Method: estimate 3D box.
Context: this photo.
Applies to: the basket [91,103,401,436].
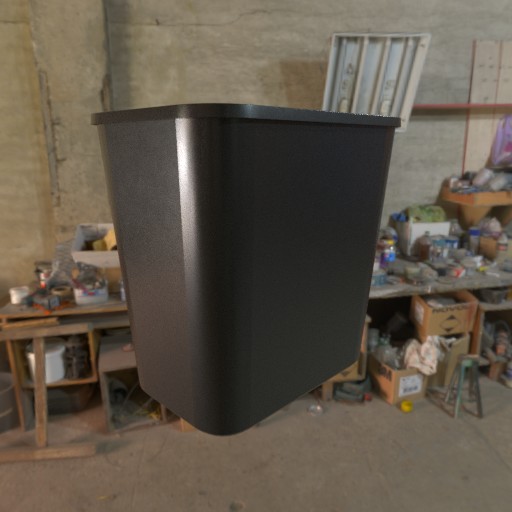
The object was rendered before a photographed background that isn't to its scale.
[{"bbox_3d":[0.000,0.000,0.511,0.211,0.307,0.300,14,20,43],"label":"basket"}]
